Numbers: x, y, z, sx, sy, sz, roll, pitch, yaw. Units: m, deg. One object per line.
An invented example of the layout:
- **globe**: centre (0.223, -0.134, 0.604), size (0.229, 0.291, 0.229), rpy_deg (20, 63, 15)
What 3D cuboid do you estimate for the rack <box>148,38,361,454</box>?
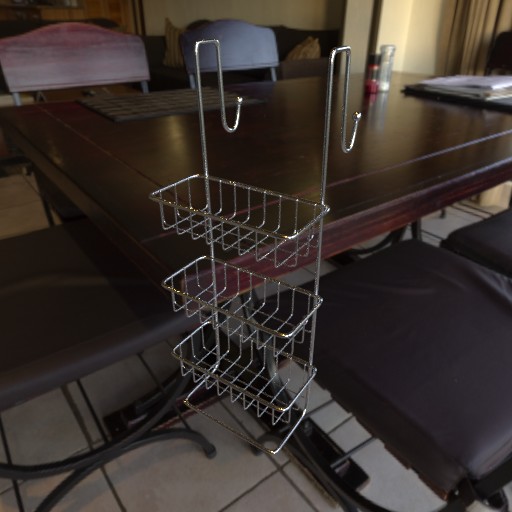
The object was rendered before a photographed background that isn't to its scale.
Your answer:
- **rack**: centre (0.000, 0.000, 0.663), size (0.228, 0.574, 0.202), rpy_deg (19, 35, 29)
